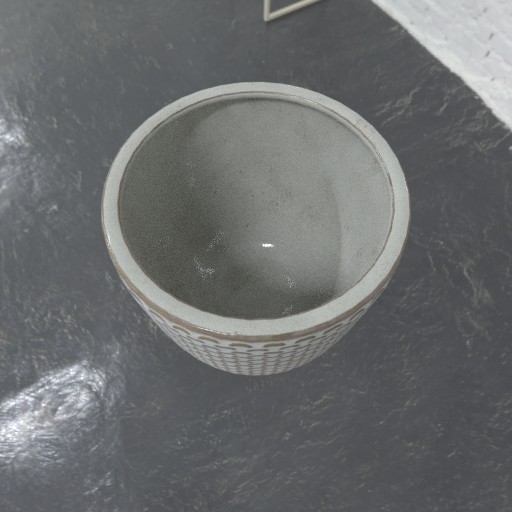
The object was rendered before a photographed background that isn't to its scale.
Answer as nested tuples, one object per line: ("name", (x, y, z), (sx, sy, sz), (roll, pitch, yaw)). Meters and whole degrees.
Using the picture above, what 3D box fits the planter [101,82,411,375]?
("planter", (0.000, 0.000, 0.254), (0.139, 0.130, 0.139), (0, 63, 0))
